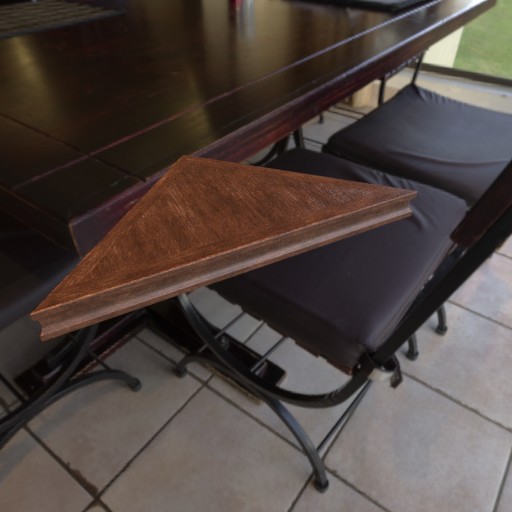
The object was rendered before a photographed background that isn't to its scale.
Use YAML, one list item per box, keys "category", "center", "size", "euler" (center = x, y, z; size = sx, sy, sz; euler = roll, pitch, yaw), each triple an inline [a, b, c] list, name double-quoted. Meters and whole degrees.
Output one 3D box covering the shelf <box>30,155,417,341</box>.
- category: "shelf"
  center: [0.000, 0.000, 0.448]
  size: [0.296, 0.035, 0.296]
  euler: [12, 41, 14]
